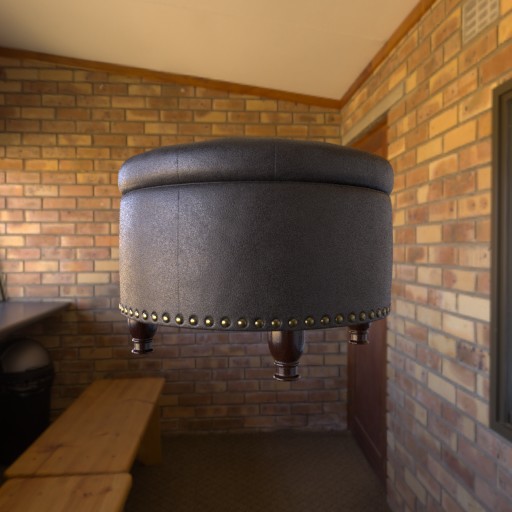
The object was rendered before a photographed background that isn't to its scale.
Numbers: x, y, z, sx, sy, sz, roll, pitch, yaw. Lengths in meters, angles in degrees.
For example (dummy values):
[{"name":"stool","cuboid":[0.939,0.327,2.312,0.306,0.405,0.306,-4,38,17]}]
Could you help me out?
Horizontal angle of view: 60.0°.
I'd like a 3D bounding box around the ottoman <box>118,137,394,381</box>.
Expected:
[{"name":"ottoman","cuboid":[0.000,0.000,1.074,0.637,0.442,0.637,0,1,0]}]
